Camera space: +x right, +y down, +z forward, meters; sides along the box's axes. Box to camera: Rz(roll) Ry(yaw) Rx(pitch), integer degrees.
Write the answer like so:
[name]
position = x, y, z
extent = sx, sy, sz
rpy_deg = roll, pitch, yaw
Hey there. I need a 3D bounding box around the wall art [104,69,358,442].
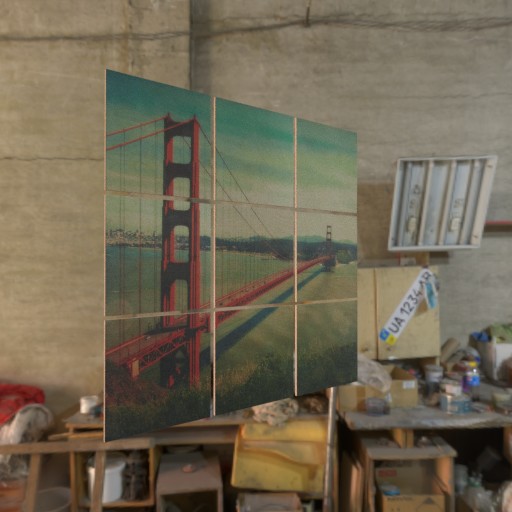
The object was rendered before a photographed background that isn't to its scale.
[wall art]
position = 0.000, 0.000, 2.242
extent = 1.519, 1.507, 0.014
rpy_deg = 0, -1, -36
